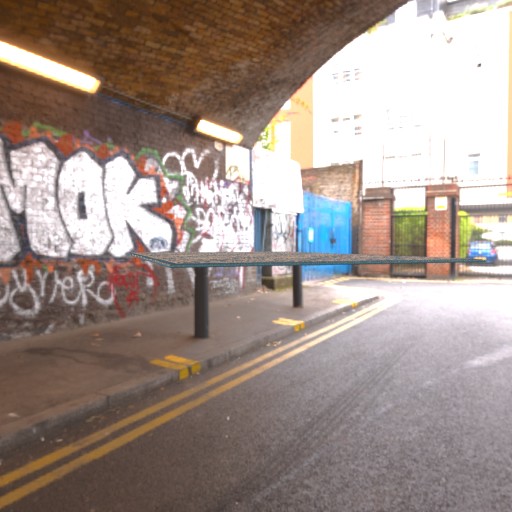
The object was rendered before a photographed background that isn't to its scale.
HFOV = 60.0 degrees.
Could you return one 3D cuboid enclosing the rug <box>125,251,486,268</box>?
[{"bbox_3d":[0.000,0.000,2.350,1.211,0.012,1.833,-1,2,-20],"label":"rug"}]
